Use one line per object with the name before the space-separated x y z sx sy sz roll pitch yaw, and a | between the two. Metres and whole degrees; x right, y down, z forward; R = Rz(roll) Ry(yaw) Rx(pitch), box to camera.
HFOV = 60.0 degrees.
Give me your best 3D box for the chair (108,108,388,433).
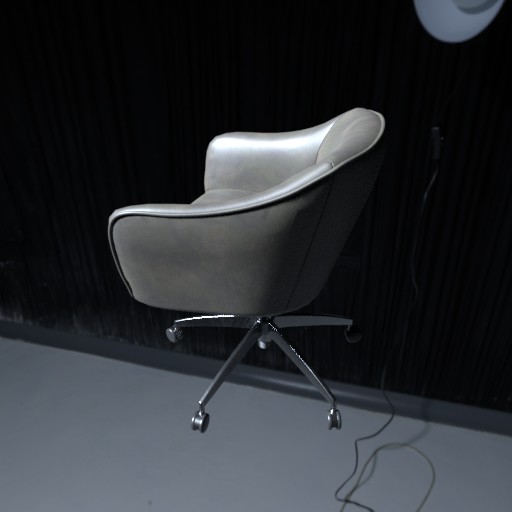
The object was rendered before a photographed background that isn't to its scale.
chair | 0.000 0.000 1.344 0.689 0.827 0.713 9 32 14
